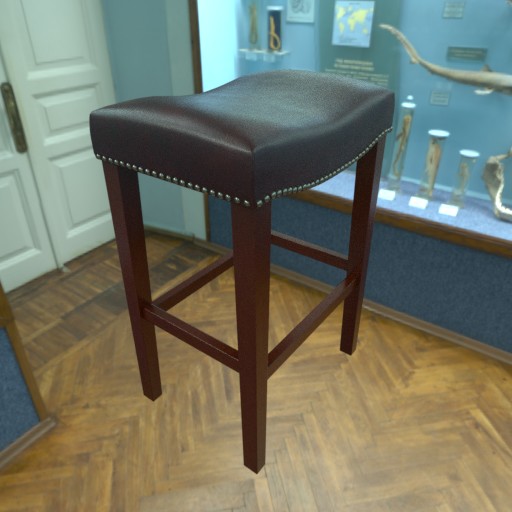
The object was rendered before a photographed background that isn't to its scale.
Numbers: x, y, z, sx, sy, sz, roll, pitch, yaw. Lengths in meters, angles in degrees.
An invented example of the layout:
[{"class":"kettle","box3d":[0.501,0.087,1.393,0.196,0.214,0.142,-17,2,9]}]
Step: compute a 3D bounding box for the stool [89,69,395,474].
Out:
[{"class":"stool","box3d":[0.000,0.000,1.018,0.372,0.742,0.504,21,37,31]}]
